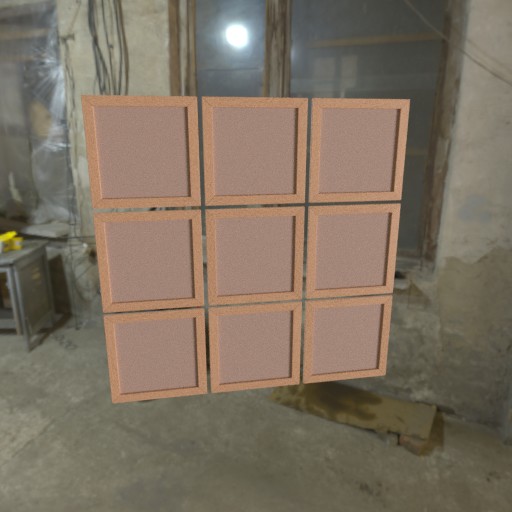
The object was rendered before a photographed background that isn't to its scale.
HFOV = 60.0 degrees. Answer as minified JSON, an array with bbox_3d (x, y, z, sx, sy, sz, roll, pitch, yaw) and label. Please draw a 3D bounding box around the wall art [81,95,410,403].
[{"bbox_3d":[0.000,0.000,2.232,1.519,1.507,0.014,-3,16,-10],"label":"wall art"}]
